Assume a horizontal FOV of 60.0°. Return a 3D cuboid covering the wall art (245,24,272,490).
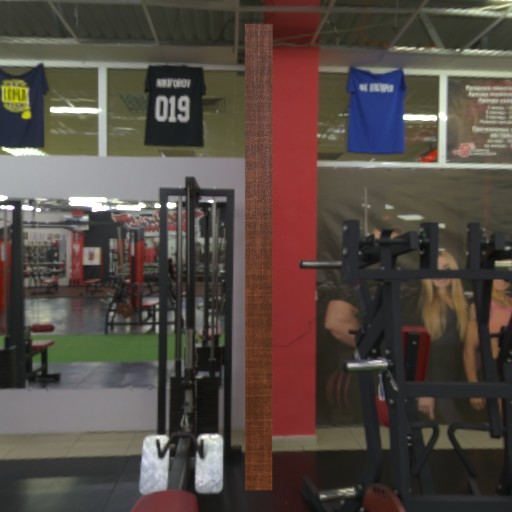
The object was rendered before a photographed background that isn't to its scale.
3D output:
[{"bbox_3d":[0.000,0.000,0.772,0.033,0.567,0.467,0,1,-1],"label":"wall art"}]
